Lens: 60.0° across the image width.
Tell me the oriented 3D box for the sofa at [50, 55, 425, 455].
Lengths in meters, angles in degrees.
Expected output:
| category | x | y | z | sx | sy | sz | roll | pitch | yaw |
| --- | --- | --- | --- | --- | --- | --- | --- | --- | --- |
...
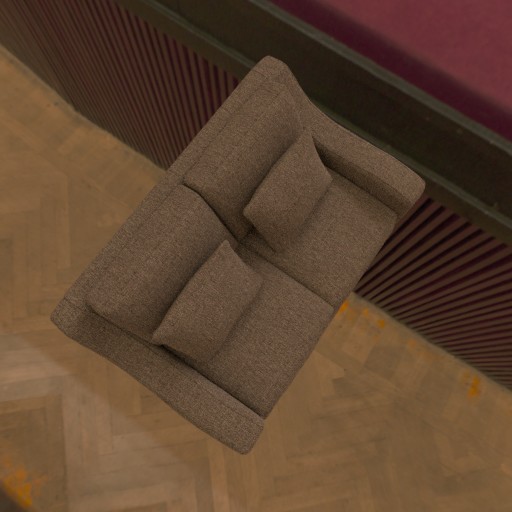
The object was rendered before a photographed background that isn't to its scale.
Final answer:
| category | x | y | z | sx | sy | sz | roll | pitch | yaw |
| --- | --- | --- | --- | --- | --- | --- | --- | --- | --- |
| sofa | 0.000 | 0.000 | 2.448 | 1.120 | 0.991 | 1.778 | 35 | 79 | 8 |
